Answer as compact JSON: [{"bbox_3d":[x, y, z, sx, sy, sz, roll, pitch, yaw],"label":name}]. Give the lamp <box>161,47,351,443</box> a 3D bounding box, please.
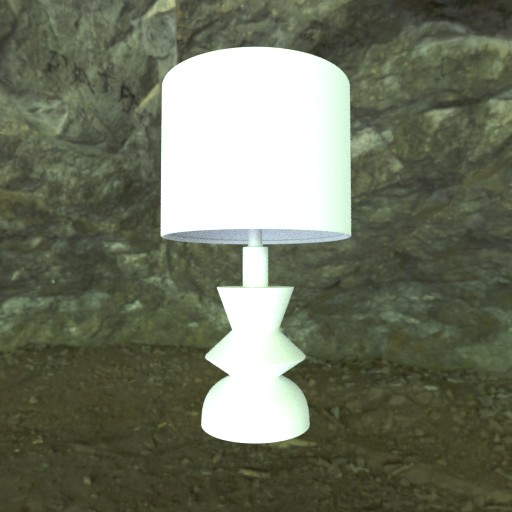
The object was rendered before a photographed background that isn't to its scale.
[{"bbox_3d":[0.000,0.000,0.715,0.301,0.533,0.301,1,-2,-17],"label":"lamp"}]
